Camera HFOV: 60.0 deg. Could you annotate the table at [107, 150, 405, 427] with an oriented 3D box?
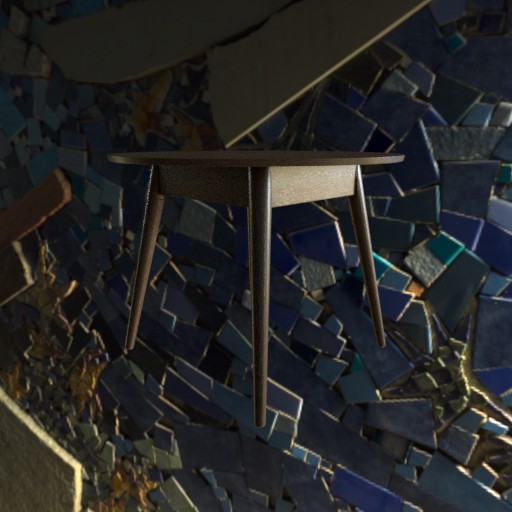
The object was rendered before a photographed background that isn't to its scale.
[{"bbox_3d":[0.000,0.000,1.746,1.053,0.786,1.053,0,15,0],"label":"table"}]
